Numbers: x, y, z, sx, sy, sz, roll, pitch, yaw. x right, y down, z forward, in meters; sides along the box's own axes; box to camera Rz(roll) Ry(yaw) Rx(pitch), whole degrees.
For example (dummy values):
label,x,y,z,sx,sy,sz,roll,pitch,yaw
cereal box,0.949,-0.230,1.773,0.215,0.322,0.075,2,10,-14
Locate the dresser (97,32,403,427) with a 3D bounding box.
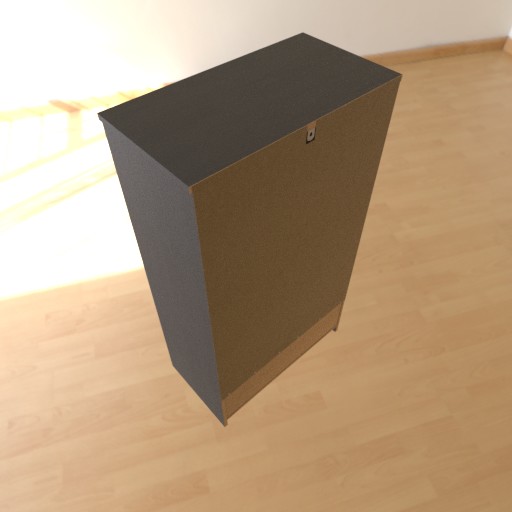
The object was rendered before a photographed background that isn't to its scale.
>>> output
label,x,y,z,sx,sy,sz,roll,pitch,yaw
dresser,0.000,0.000,1.592,0.704,1.255,0.399,-34,56,-26
